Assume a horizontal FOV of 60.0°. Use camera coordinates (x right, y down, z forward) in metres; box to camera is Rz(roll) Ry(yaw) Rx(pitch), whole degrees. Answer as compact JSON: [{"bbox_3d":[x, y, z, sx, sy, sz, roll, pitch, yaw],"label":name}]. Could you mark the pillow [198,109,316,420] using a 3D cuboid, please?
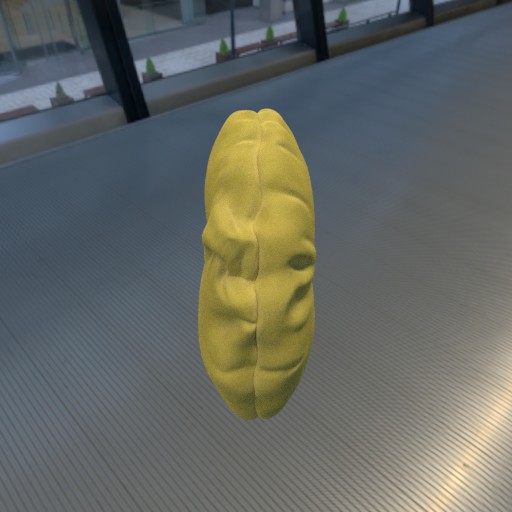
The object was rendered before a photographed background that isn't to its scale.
[{"bbox_3d":[0.000,0.000,0.650,0.148,0.407,0.428,0,40,0],"label":"pillow"}]
